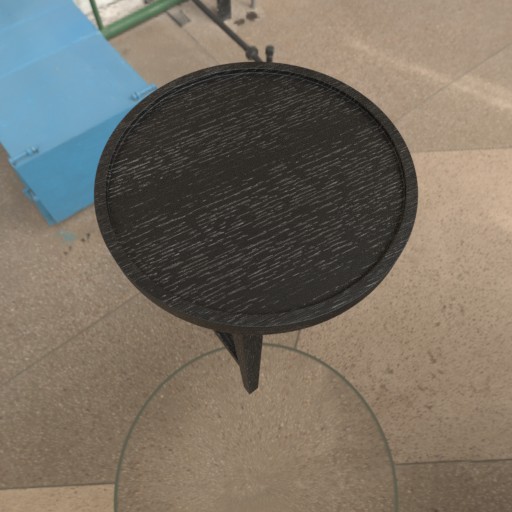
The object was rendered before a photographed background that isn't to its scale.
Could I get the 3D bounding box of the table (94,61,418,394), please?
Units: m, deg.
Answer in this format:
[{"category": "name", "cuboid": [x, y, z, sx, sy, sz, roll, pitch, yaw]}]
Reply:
[{"category": "table", "cuboid": [0.000, 0.000, 0.757, 0.399, 0.460, 0.399, 0, 63, 0]}]
